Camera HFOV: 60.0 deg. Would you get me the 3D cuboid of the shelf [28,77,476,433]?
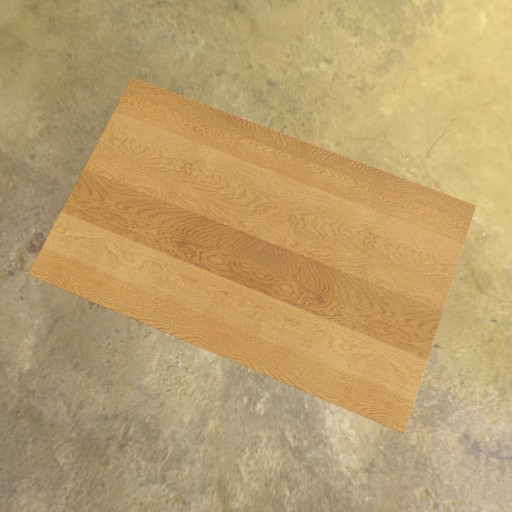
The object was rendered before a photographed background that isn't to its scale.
[{"bbox_3d":[0.000,0.000,1.532,1.150,0.450,0.700,22,78,5],"label":"shelf"}]
